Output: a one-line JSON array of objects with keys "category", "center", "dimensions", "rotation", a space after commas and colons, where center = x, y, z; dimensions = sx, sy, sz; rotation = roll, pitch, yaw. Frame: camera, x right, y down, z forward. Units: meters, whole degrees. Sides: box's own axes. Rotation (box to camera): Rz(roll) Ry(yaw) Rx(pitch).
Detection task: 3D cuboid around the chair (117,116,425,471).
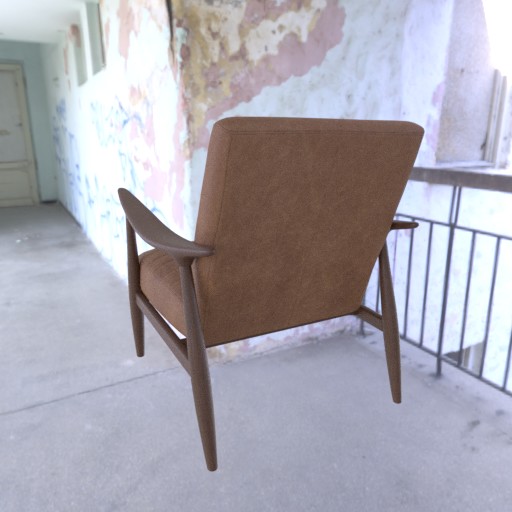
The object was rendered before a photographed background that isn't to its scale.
[{"category": "chair", "center": [0.000, 0.000, 1.419], "dimensions": [0.741, 0.832, 0.798], "rotation": [-8, 18, -26]}]
